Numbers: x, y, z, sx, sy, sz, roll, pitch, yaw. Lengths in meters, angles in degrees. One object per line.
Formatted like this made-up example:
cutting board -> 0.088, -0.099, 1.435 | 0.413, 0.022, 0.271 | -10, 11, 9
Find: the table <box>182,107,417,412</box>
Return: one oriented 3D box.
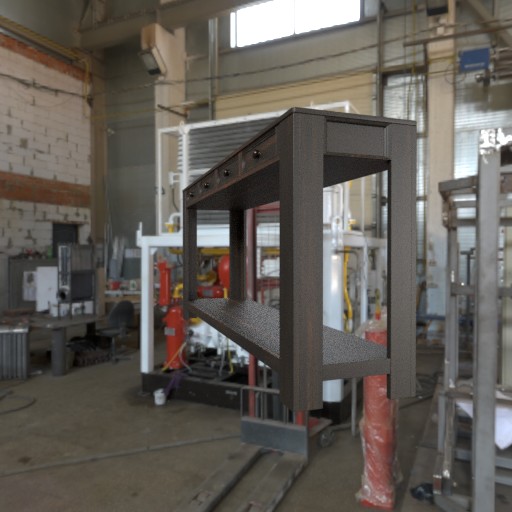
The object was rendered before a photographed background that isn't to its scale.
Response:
table -> 0.000, 0.000, 1.933 | 0.384, 0.762, 1.631 | 0, 1, -19
